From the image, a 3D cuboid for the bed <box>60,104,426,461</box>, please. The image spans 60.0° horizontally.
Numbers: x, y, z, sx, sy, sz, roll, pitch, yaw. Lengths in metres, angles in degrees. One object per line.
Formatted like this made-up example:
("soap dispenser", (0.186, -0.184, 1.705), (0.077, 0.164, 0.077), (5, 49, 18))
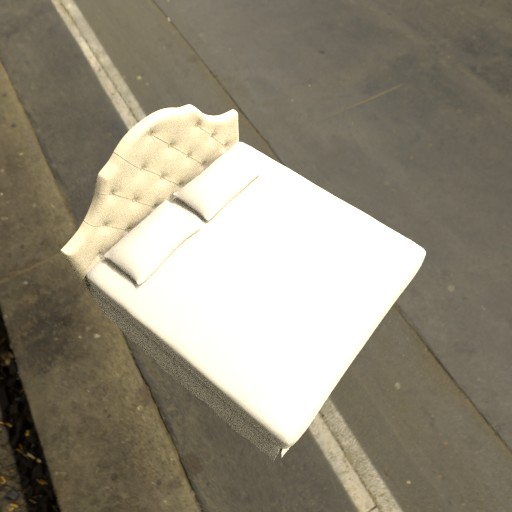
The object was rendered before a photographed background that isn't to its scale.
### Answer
("bed", (0.000, 0.000, 3.452), (2.086, 1.555, 2.012), (34, 65, 19))
